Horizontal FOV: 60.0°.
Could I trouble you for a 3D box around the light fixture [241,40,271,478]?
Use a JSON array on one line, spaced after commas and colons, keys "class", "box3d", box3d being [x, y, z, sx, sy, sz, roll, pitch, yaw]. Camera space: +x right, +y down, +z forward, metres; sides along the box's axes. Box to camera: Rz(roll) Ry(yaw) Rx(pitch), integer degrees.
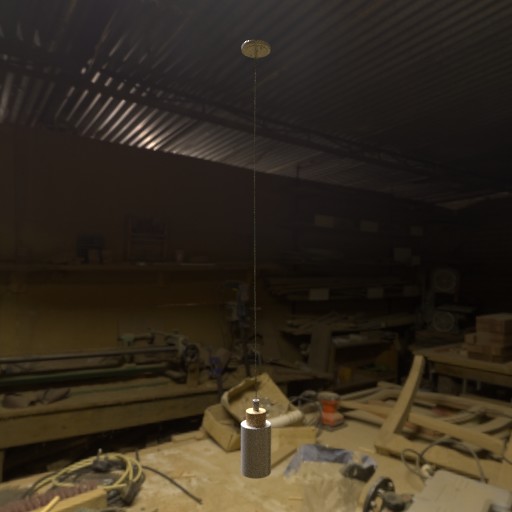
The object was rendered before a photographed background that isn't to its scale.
[{"class": "light fixture", "box3d": [0.000, 0.000, 1.877, 0.125, 1.798, 0.125, 1, -2, -36]}]
